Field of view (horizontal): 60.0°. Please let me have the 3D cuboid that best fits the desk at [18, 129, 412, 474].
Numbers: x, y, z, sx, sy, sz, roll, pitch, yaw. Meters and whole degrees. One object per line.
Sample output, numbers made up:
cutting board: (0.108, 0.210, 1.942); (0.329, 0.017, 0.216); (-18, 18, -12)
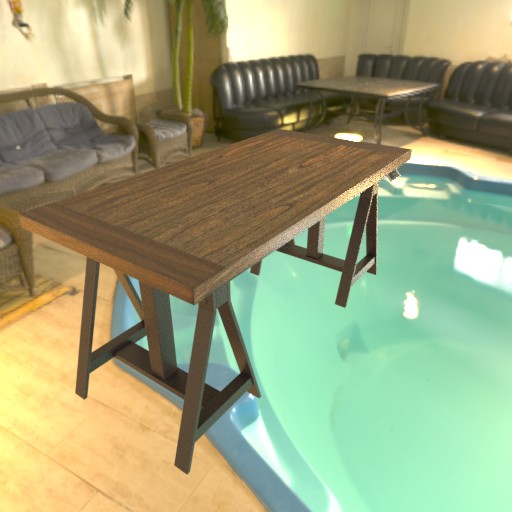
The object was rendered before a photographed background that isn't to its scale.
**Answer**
desk: (0.000, 0.000, 1.935); (0.784, 0.725, 1.543); (19, 34, 31)
